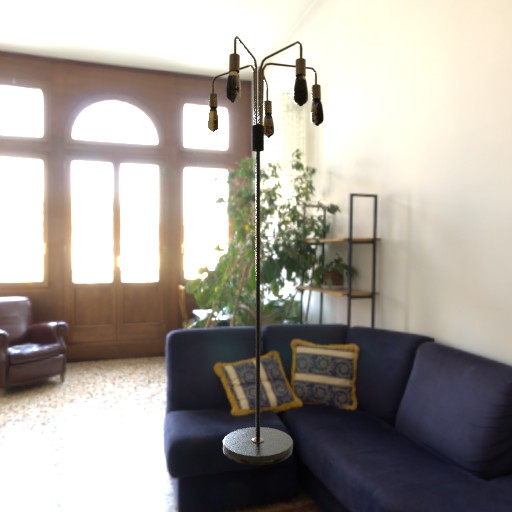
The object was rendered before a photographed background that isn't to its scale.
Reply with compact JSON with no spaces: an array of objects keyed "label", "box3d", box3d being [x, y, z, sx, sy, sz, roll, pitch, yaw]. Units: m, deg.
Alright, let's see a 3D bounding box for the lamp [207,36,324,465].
[{"label":"lamp","box3d":[0.000,0.000,1.966,0.599,1.721,0.572,0,1,37]}]
